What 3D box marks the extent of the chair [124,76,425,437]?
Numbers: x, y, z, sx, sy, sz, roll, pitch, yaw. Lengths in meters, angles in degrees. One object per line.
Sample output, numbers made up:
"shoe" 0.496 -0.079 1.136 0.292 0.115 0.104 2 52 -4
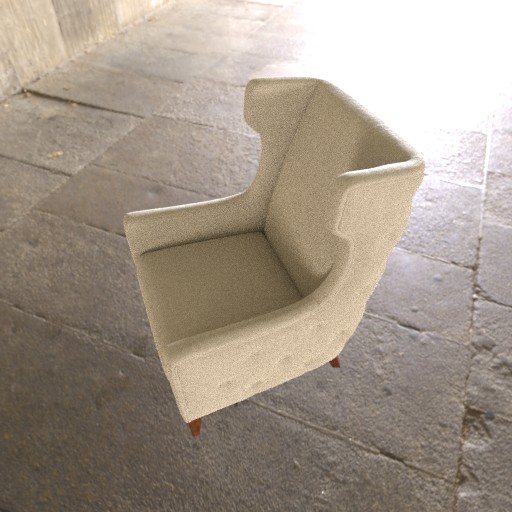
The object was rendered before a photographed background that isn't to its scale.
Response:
"chair" 0.000 0.000 1.710 0.899 1.079 0.778 -16 47 -15
